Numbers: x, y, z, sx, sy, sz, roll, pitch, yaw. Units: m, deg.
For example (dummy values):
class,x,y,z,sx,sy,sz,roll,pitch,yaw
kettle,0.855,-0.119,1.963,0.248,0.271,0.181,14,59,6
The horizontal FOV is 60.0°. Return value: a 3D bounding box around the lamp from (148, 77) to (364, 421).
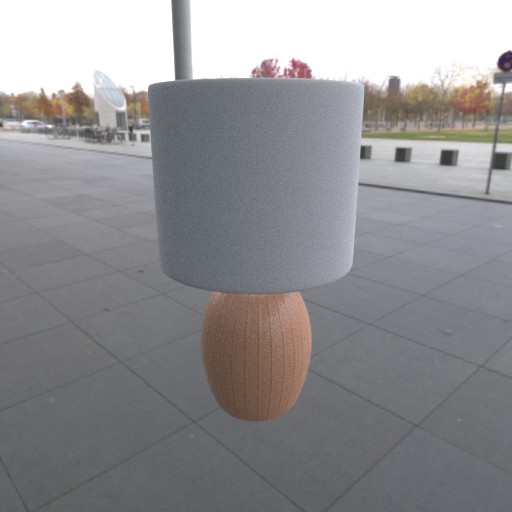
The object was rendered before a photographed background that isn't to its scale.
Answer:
class,x,y,z,sx,sy,sz,roll,pitch,yaw
lamp,0.000,0.000,0.768,0.329,0.570,0.329,0,17,0
